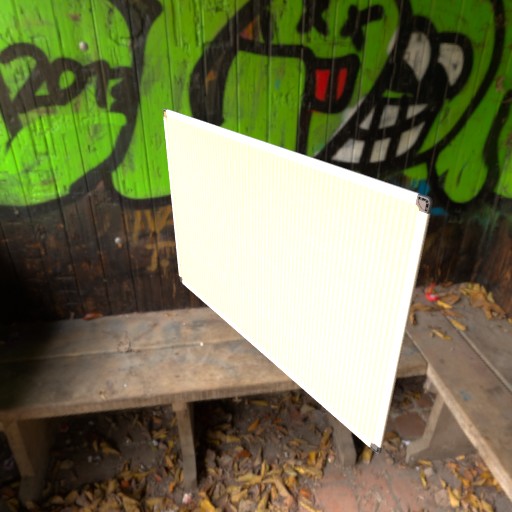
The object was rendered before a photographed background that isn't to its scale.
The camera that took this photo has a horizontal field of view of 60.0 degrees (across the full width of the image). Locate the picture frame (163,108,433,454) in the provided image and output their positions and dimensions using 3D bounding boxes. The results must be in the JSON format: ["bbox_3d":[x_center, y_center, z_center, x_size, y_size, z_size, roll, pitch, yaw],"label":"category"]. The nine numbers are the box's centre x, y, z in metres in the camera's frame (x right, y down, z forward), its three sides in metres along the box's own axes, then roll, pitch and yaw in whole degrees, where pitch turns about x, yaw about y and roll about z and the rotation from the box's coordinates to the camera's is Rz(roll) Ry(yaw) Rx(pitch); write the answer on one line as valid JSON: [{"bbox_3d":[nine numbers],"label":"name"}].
[{"bbox_3d":[0.000,0.000,1.139,0.010,0.600,0.900,-20,35,-32],"label":"picture frame"}]
